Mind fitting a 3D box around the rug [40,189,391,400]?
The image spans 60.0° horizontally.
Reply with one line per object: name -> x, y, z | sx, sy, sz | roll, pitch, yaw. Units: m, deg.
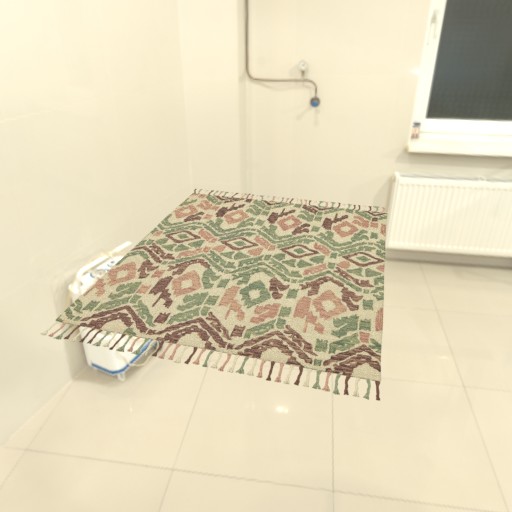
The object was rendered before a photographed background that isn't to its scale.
rug -> 0.000, 0.000, 4.163 | 2.438, 0.010, 3.048 | 8, 30, 13
